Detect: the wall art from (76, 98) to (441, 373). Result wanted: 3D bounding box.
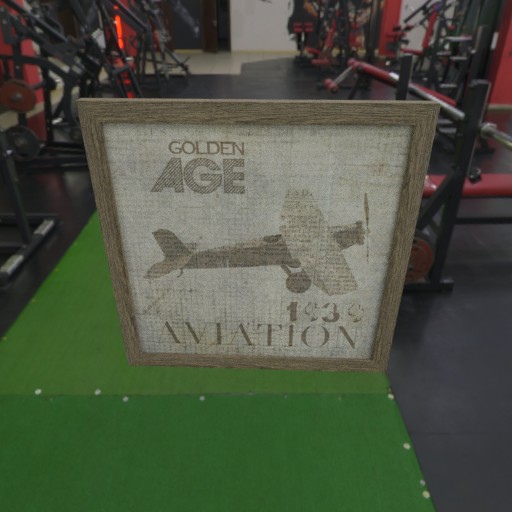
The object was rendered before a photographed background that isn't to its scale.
[{"bbox_3d":[0.000,0.000,0.753,0.508,0.508,0.019,1,31,2],"label":"wall art"}]
